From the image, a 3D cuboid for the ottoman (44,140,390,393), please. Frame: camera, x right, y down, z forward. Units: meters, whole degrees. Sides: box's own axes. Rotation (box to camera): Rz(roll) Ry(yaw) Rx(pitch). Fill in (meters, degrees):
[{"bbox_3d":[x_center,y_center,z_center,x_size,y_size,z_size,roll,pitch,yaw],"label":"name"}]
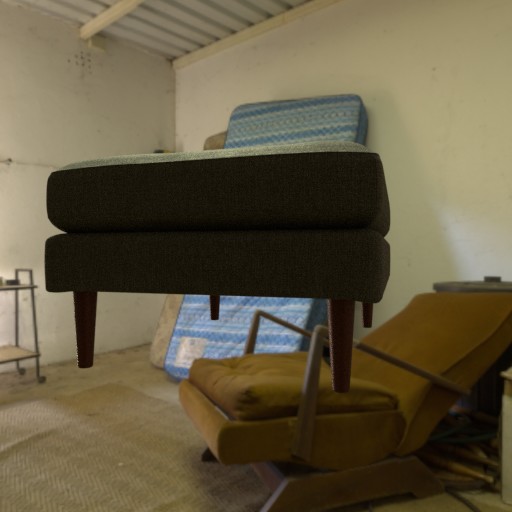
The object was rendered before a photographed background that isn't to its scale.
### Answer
[{"bbox_3d":[0.000,0.000,1.212,0.693,0.474,0.821,0,0,18],"label":"ottoman"}]
